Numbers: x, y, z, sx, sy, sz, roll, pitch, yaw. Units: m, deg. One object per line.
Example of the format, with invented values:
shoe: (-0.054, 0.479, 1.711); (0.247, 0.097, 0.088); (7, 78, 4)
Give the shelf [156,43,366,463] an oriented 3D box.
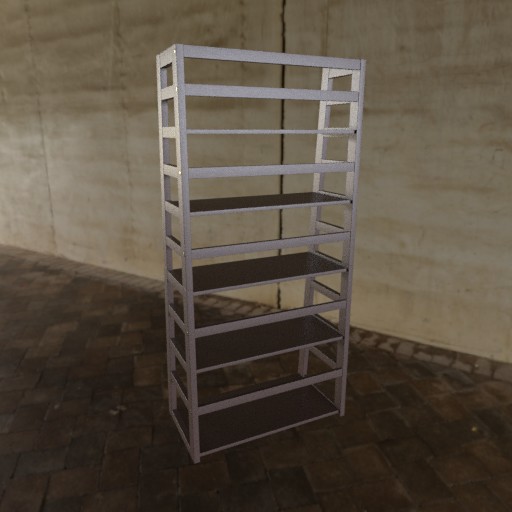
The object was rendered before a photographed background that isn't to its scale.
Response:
shelf: (0.000, 0.000, 1.959); (0.763, 1.600, 0.403); (-7, 17, -25)
